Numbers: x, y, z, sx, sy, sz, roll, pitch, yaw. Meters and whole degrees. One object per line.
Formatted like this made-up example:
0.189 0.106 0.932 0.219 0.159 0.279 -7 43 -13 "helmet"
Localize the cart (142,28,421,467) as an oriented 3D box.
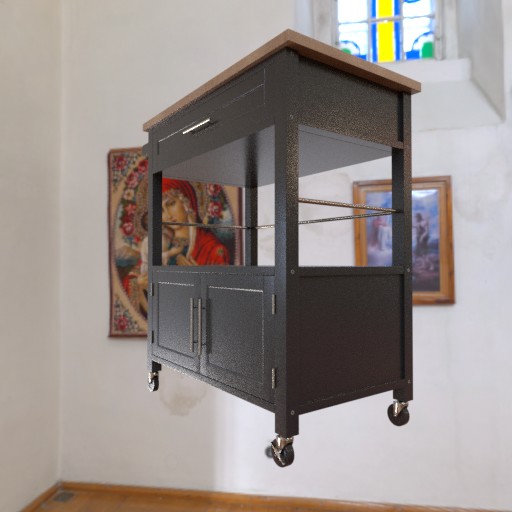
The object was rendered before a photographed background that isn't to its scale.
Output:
0.000 0.000 1.357 0.459 0.901 0.840 1 -1 -36 "cart"
